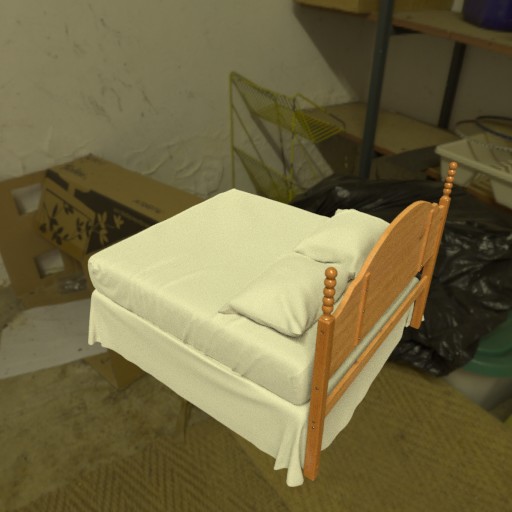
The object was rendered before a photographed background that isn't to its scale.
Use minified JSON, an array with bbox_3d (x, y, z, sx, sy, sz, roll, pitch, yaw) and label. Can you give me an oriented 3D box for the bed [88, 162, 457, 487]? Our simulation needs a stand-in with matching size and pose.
[{"bbox_3d":[0.000,0.000,3.157,2.040,1.356,1.873,21,37,31],"label":"bed"}]
